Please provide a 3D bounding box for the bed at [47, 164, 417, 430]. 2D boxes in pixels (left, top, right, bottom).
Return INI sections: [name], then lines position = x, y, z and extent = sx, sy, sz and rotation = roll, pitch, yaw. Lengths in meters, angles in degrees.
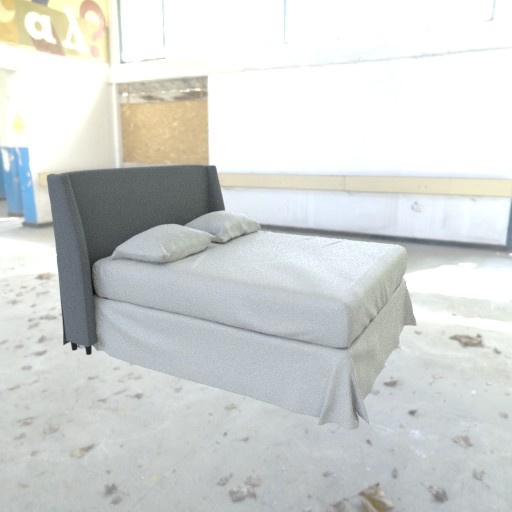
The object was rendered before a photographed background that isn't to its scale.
[bed]
position = 0.000, 0.000, 3.473
extent = 2.276, 1.332, 1.925
rotation = 7, 16, 28
